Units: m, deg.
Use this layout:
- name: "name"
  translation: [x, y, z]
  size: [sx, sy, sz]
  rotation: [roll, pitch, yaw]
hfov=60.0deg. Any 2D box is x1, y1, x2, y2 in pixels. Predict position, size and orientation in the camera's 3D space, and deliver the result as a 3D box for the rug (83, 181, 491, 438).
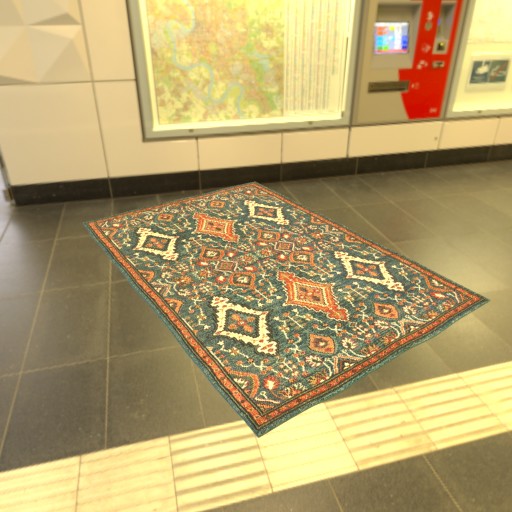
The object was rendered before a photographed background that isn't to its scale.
- name: "rug"
  translation: [0.000, 0.000, 2.945]
  size: [1.622, 0.009, 2.373]
  rotation: [-19, 35, -30]
